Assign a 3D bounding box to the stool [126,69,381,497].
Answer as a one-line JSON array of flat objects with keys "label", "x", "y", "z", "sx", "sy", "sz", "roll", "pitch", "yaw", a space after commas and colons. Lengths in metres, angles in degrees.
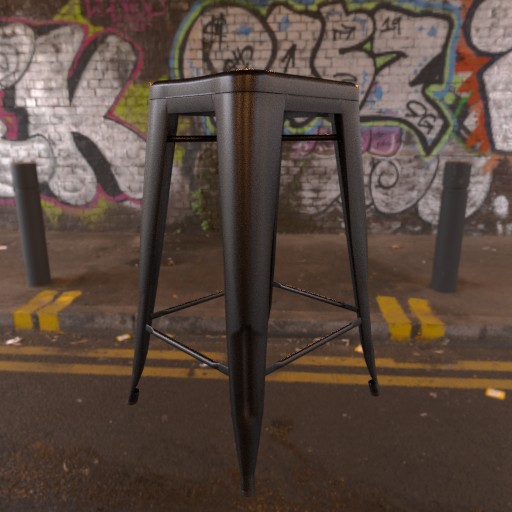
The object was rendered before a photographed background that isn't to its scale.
[{"label": "stool", "x": 0.000, "y": 0.000, "z": 0.833, "sx": 0.359, "sy": 0.609, "sz": 0.399, "roll": 15, "pitch": 21, "yaw": 42}]
